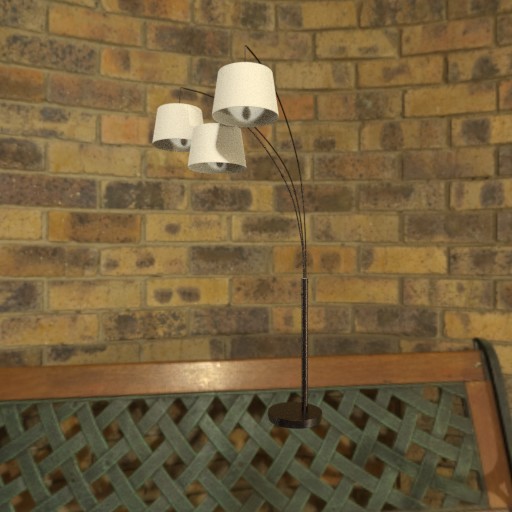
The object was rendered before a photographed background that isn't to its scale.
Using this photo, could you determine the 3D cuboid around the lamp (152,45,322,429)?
[{"bbox_3d":[0.000,0.000,2.475,0.924,1.950,0.951,0,0,-36],"label":"lamp"}]
